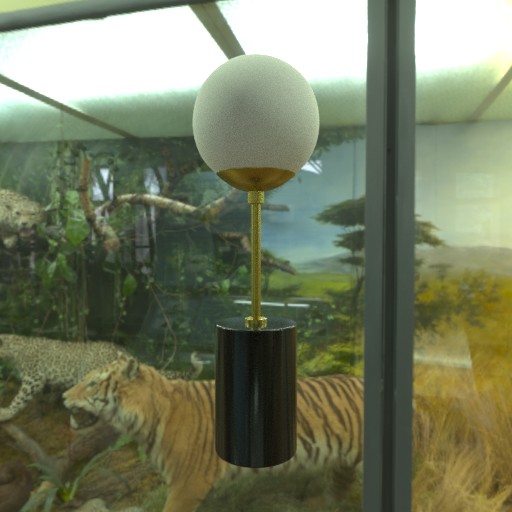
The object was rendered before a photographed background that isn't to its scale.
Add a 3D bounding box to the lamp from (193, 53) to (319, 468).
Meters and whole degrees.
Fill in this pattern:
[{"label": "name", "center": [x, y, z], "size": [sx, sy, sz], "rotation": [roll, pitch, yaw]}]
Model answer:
[{"label": "lamp", "center": [0.000, 0.000, 0.547], "size": [0.153, 0.480, 0.153], "rotation": [0, 2, 0]}]
